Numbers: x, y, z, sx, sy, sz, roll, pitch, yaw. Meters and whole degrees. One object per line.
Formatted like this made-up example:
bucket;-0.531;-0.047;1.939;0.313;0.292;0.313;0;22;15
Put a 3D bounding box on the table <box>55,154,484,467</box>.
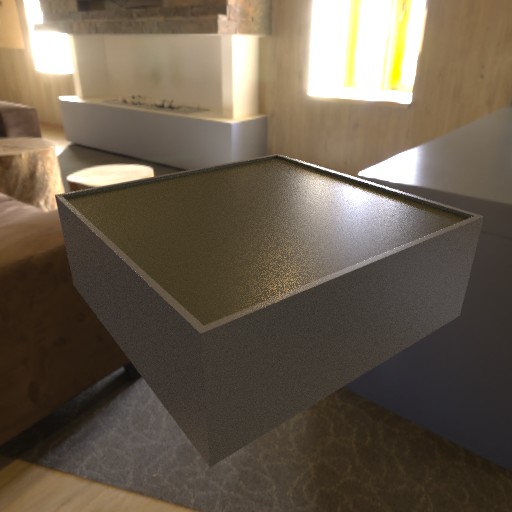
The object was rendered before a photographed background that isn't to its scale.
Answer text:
table;0.000;0.000;1.228;0.801;0.299;0.801;-18;32;-32
